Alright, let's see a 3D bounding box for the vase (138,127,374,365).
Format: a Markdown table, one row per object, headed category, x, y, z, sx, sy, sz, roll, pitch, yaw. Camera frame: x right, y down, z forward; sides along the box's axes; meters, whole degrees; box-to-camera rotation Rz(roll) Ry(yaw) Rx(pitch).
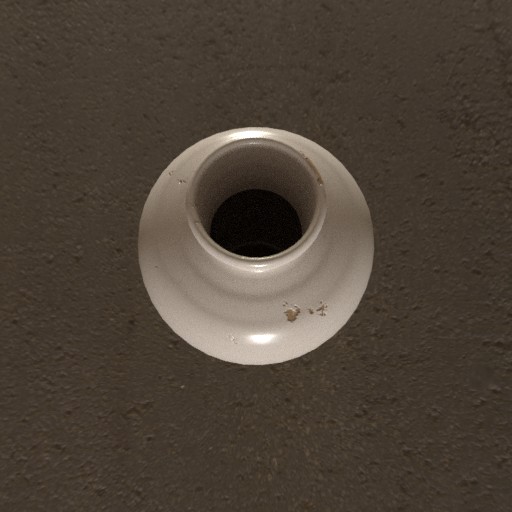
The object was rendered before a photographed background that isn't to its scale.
| category | x | y | z | sx | sy | sz | roll | pitch | yaw |
| --- | --- | --- | --- | --- | --- | --- | --- | --- | --- |
| vase | 0.000 | 0.000 | 0.330 | 0.158 | 0.228 | 0.158 | 0 | 75 | 0 |
